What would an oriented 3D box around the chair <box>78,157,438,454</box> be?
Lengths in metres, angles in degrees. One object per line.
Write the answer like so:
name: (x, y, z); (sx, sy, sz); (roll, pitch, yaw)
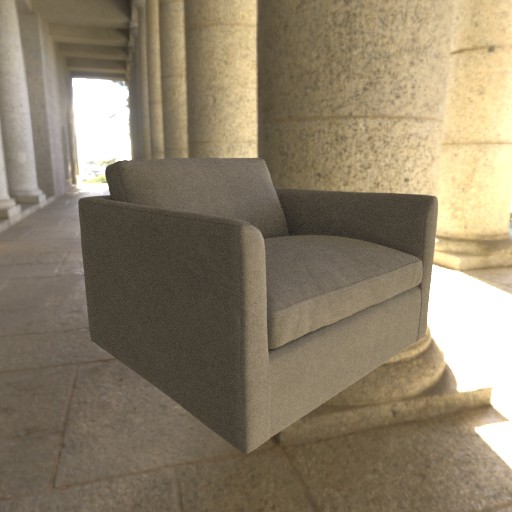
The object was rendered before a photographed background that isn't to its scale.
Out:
chair: (0.000, 0.000, 1.888); (1.091, 0.845, 1.190); (12, 17, 43)
